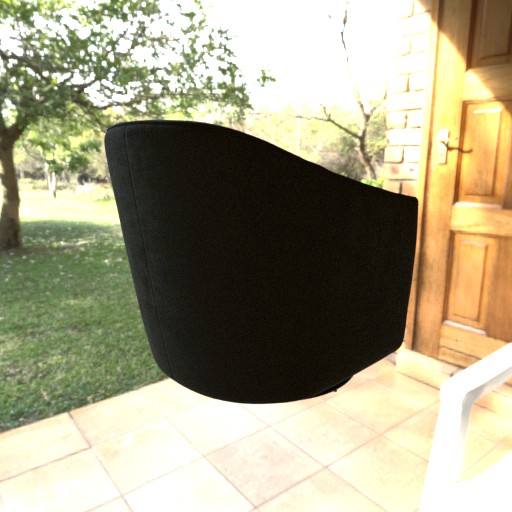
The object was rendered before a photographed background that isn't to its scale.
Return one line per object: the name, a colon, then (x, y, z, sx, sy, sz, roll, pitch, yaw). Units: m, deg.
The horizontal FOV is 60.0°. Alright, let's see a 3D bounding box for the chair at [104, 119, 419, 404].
chair: (0.000, 0.000, 1.442, 0.875, 0.799, 0.747, -11, 17, -43)
